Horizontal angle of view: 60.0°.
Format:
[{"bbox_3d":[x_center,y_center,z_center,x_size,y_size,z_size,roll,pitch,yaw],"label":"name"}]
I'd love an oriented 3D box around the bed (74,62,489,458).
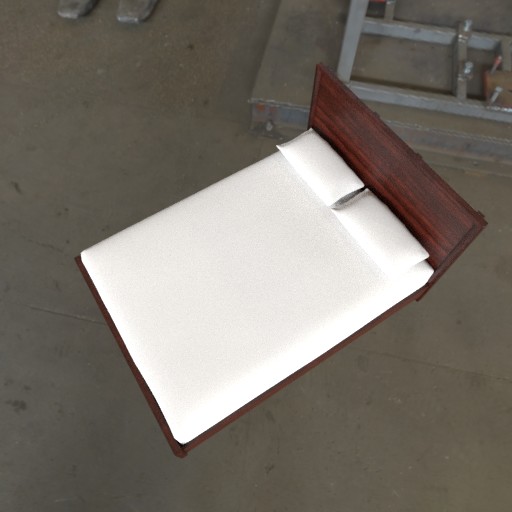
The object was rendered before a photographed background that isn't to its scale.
[{"bbox_3d":[0.000,0.000,3.944,2.803,1.492,2.040,-30,66,-14],"label":"bed"}]
